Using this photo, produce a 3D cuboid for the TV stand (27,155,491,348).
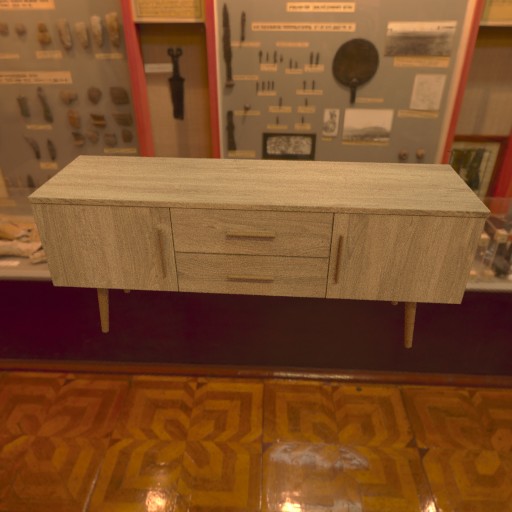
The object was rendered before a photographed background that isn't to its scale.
[{"bbox_3d":[0.000,0.000,1.555,1.313,0.565,0.401,2,31,3],"label":"TV stand"}]
